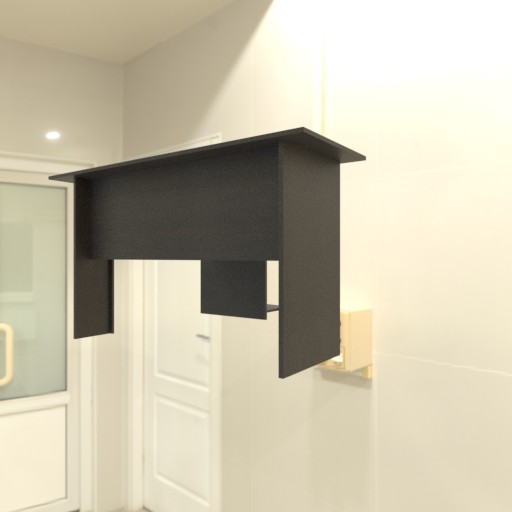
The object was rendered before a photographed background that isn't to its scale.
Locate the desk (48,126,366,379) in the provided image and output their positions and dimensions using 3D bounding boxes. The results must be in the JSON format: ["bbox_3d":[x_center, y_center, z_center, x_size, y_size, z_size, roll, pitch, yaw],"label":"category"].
[{"bbox_3d":[0.000,0.000,2.150,1.303,0.716,1.361,0,0,36],"label":"desk"}]
